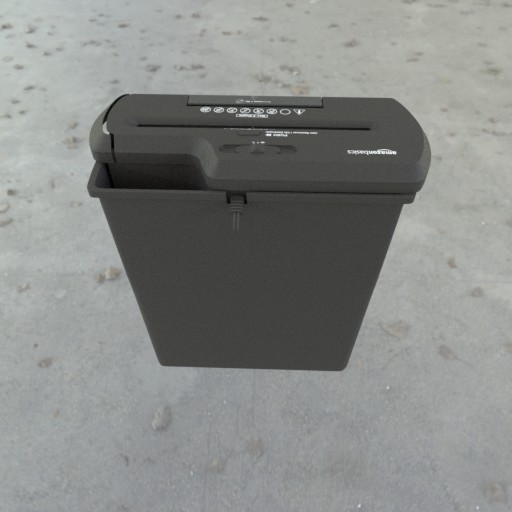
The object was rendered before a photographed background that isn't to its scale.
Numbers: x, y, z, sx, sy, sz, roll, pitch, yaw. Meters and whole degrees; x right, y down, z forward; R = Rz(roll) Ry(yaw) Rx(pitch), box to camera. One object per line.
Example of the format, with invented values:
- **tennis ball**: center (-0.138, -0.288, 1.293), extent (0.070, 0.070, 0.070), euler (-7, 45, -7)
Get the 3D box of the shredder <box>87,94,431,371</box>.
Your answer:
- **shredder**: center (0.000, 0.000, 0.516), extent (0.320, 0.335, 0.170), euler (1, 46, 1)
